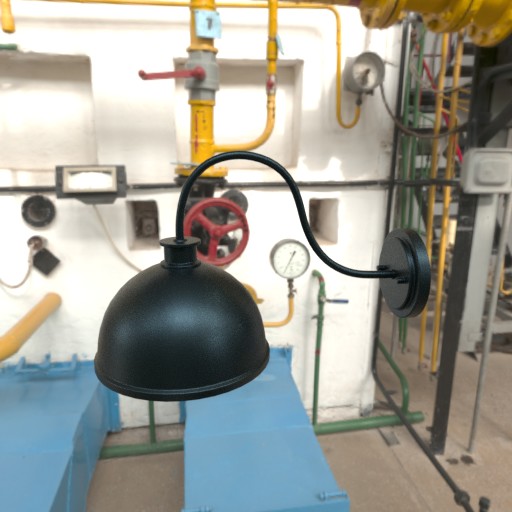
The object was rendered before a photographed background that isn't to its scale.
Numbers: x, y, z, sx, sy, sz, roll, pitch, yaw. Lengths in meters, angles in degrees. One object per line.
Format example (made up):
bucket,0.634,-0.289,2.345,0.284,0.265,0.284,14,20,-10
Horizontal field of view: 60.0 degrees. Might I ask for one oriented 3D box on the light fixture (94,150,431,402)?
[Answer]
light fixture,0.000,0.000,0.637,0.467,0.295,0.253,-2,14,-8
